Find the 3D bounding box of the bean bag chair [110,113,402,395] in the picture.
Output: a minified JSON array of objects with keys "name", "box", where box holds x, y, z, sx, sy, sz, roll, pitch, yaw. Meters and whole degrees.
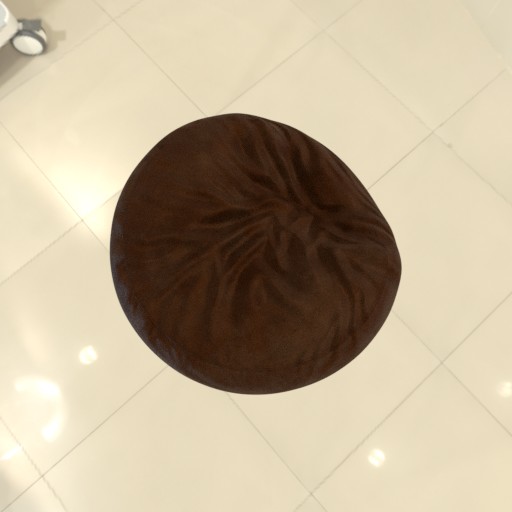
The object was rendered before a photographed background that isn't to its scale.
[{"name":"bean bag chair","box":[0.000,0.000,1.534,0.918,0.616,0.918,0,77,0]}]
